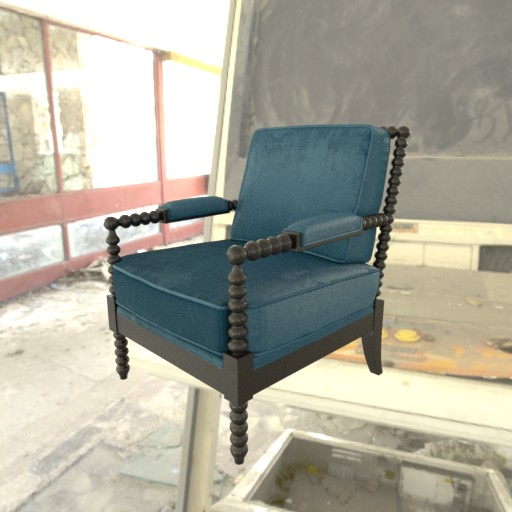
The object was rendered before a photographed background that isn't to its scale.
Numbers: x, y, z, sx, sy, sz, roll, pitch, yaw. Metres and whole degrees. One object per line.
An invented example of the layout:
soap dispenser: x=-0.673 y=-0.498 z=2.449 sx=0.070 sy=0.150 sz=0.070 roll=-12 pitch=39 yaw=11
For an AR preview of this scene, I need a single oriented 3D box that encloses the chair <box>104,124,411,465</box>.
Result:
chair: x=0.000 y=0.000 z=1.480 sx=0.805 sy=0.857 sz=0.688 roll=-14 pitch=19 yaw=-43
